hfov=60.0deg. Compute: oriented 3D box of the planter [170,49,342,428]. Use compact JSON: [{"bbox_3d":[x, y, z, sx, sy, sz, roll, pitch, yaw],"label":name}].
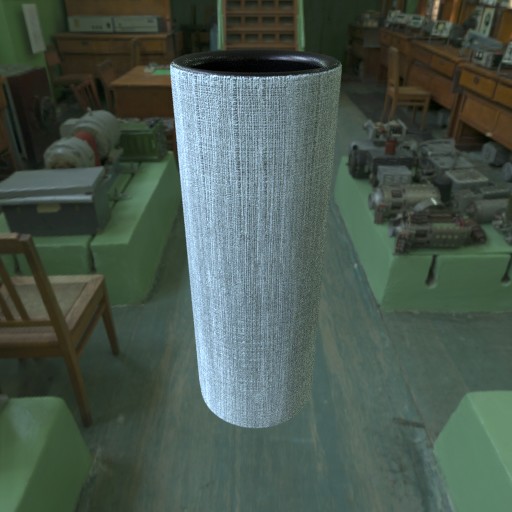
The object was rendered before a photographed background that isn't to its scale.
[{"bbox_3d":[0.000,0.000,0.330,0.100,0.270,0.100,-1,32,-2],"label":"planter"}]
